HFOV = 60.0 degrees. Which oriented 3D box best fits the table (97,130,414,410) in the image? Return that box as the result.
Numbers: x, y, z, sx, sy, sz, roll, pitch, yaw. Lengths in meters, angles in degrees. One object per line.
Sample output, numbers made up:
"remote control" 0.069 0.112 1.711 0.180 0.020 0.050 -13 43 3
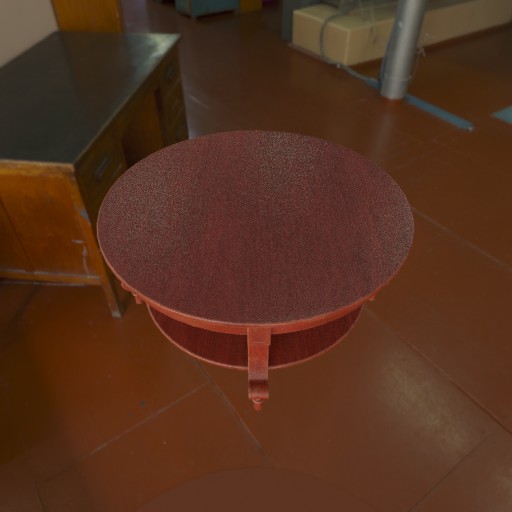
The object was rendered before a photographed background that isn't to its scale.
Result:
"table" 0.000 0.000 1.640 1.029 0.486 1.029 0 43 0
